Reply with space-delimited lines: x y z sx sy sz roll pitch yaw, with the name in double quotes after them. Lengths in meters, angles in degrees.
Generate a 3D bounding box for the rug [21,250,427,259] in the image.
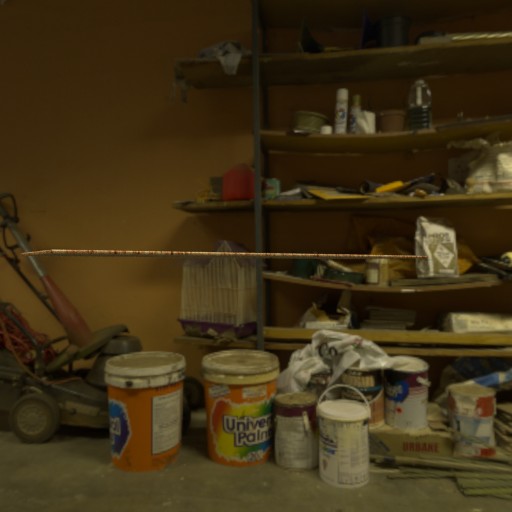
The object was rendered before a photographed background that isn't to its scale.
0.000 0.000 2.460 2.237 0.014 0.680 1 -1 -36 "rug"
